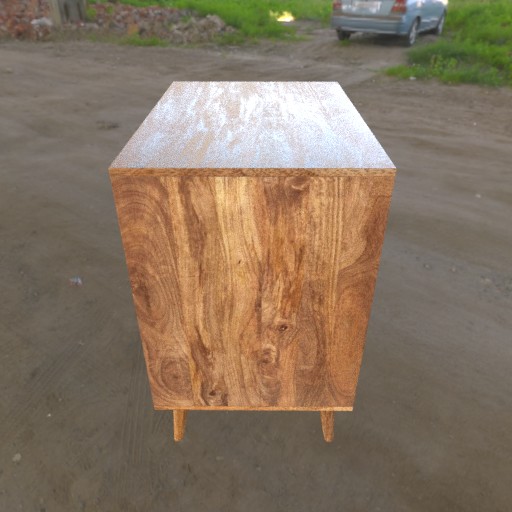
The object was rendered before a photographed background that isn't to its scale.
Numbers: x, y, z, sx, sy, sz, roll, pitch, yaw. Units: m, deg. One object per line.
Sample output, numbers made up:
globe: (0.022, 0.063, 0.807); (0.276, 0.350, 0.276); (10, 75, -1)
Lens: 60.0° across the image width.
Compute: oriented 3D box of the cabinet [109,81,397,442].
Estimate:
cabinet: (0.000, 0.000, 1.191); (0.473, 0.758, 0.647); (0, 33, 0)
